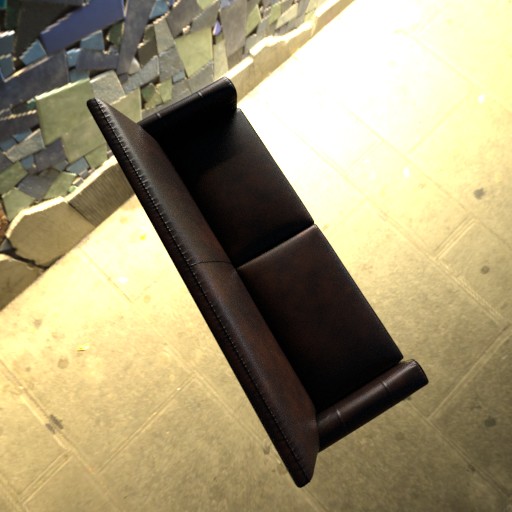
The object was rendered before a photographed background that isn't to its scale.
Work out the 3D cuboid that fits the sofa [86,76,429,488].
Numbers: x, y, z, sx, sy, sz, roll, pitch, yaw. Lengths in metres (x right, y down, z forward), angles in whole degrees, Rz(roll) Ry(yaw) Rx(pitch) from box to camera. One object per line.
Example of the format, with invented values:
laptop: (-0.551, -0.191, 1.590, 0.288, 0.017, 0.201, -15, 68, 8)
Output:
sofa: (0.000, 0.000, 2.404, 0.786, 0.871, 1.995, -29, 76, -8)
